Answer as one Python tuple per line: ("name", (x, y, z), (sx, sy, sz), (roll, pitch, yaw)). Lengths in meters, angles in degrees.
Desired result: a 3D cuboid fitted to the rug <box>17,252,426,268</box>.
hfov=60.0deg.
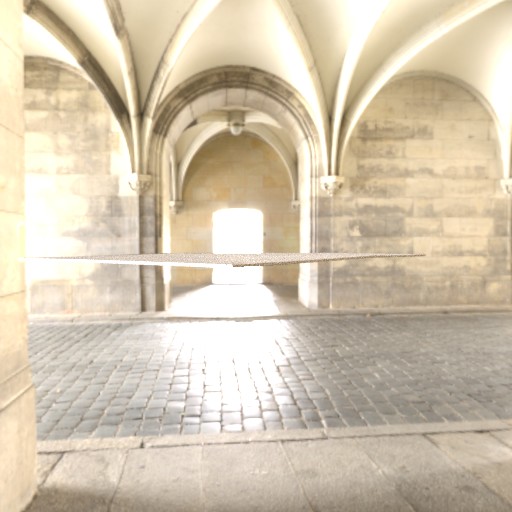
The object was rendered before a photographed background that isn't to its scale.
("rug", (0.000, 0.000, 2.256), (1.179, 0.022, 1.820), (1, 2, 36))
